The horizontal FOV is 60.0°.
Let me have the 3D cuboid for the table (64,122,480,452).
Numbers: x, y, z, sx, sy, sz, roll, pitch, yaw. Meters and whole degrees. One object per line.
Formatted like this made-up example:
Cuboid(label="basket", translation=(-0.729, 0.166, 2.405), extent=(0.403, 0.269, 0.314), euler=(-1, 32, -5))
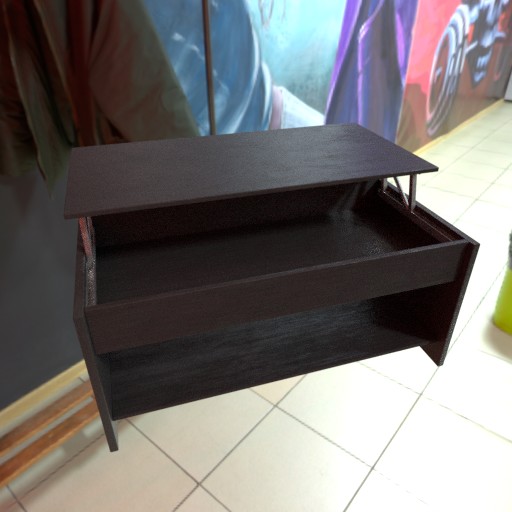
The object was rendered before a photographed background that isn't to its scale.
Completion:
Cuboid(label="table", translation=(0.000, 0.000, 1.391), extent=(1.000, 0.570, 0.712), euler=(-9, 33, -15))
